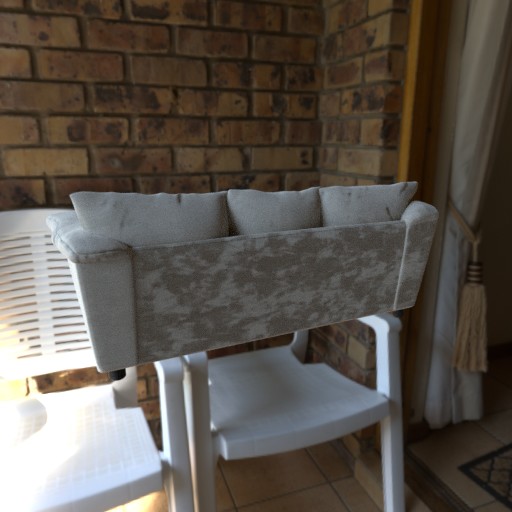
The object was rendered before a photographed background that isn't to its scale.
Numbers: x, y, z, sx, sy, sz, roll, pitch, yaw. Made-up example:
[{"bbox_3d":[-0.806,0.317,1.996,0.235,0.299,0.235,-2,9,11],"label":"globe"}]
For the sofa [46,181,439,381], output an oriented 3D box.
[{"bbox_3d":[0.000,0.000,2.845,2.377,0.981,0.893,-7,16,-25],"label":"sofa"}]
